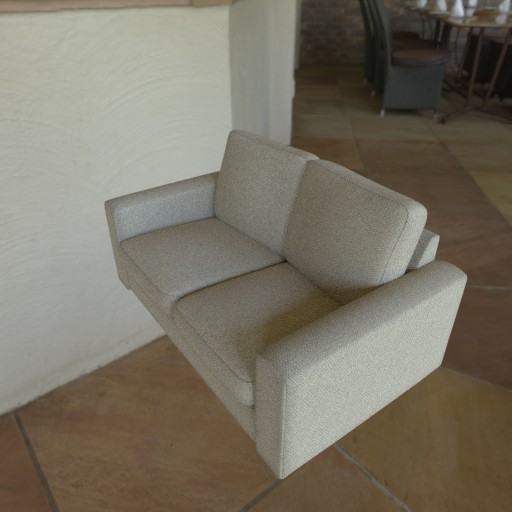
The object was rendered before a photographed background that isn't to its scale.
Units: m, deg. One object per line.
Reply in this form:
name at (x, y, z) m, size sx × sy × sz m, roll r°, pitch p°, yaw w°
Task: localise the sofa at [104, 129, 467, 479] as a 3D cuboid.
sofa at (0.000, 0.000, 2.200) m, size 1.016 × 0.873 × 1.616 m, roll -21°, pitch 38°, yaw -30°
